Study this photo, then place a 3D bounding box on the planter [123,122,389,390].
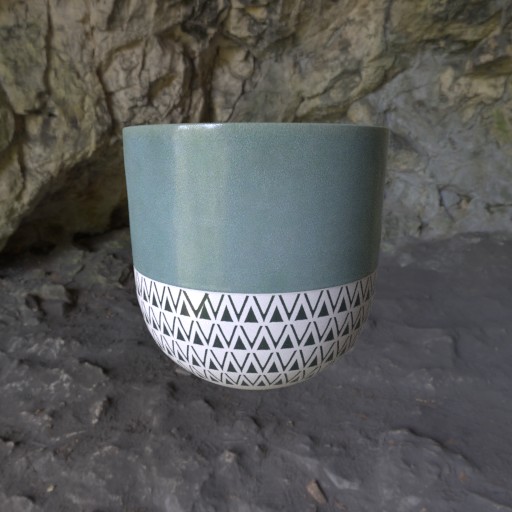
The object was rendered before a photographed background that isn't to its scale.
[{"bbox_3d":[0.000,0.000,0.491,0.266,0.270,0.266,0,14,0],"label":"planter"}]
